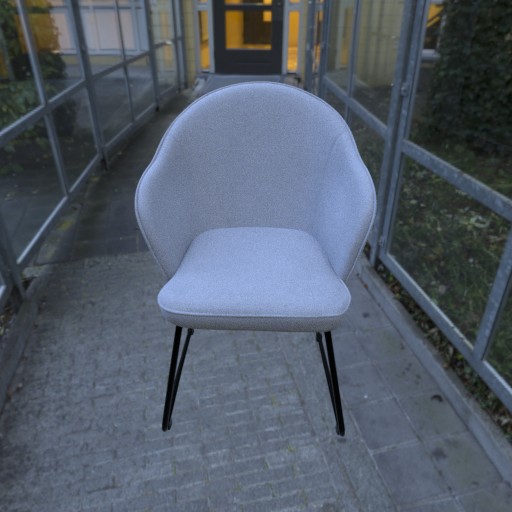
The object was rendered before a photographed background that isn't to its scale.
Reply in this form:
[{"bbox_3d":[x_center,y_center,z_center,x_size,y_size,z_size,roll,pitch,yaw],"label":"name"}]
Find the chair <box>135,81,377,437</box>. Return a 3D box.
[{"bbox_3d":[0.000,0.000,1.229,0.570,0.817,0.592,1,31,1],"label":"chair"}]
